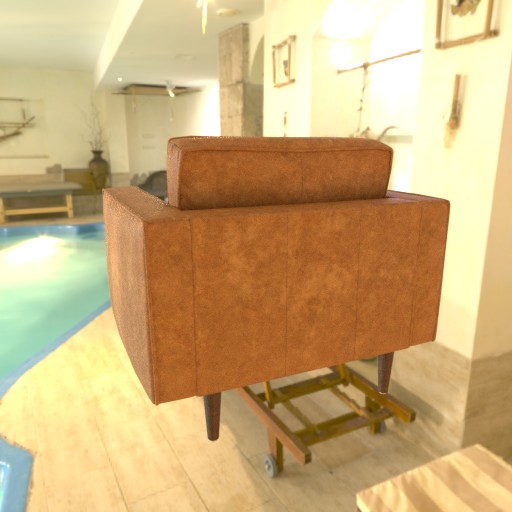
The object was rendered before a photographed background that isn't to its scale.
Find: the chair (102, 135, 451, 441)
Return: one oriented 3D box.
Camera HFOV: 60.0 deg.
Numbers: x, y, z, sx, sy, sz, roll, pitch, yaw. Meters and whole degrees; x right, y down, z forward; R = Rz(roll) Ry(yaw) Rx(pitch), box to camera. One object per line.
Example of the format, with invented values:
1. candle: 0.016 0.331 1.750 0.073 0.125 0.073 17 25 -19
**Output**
1. chair: 0.000 0.000 1.481 0.928 0.767 0.798 -6 15 -23
